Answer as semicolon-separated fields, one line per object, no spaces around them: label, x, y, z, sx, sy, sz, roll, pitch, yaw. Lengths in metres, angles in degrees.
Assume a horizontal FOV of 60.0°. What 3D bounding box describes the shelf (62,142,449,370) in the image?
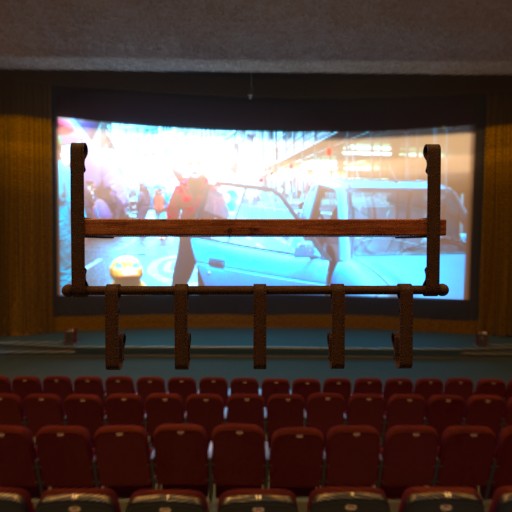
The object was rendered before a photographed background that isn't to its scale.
shelf;0.000;0.000;0.711;0.567;0.330;0.146;0;2;-1
